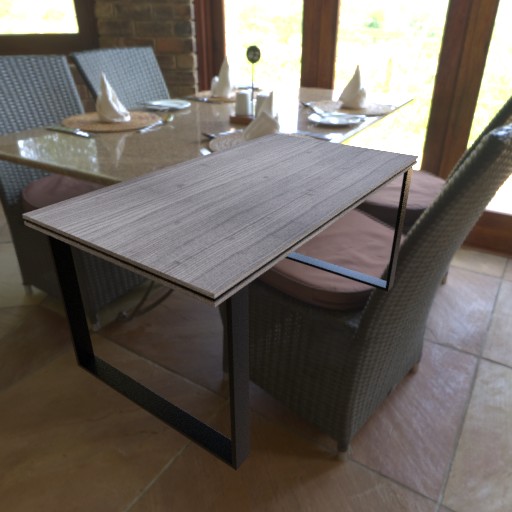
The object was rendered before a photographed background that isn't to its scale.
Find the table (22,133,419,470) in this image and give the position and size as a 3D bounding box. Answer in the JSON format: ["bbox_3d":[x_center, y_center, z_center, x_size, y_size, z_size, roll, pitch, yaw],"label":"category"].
[{"bbox_3d":[0.000,0.000,2.062,0.881,0.736,1.579,19,33,31],"label":"table"}]
